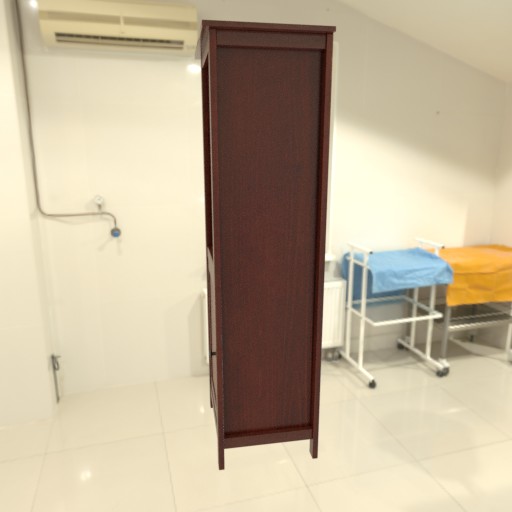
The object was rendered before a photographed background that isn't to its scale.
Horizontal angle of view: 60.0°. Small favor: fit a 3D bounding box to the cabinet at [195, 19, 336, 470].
[{"bbox_3d":[0.000,0.000,1.710,0.401,1.518,0.500,-2,14,-10],"label":"cabinet"}]
